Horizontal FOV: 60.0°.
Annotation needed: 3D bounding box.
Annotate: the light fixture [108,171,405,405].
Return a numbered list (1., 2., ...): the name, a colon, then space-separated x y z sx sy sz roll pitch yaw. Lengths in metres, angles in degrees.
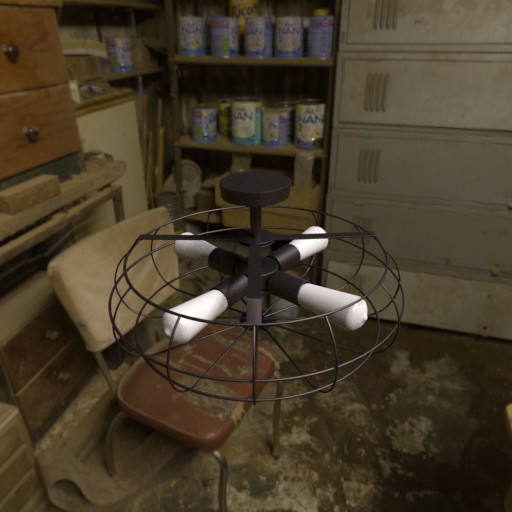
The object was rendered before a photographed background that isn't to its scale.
1. light fixture: 0.000 0.000 0.881 0.582 0.311 0.582 0 27 0
